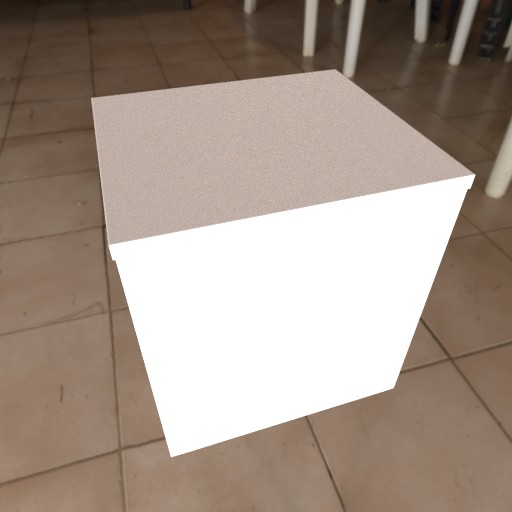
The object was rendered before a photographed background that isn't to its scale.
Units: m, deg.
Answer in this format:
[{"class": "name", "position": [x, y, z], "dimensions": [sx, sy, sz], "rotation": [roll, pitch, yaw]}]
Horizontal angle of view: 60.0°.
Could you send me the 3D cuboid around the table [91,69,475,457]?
[{"class": "table", "position": [0.000, 0.000, 0.760], "dimensions": [0.420, 0.460, 0.380], "rotation": [-12, 43, -13]}]
